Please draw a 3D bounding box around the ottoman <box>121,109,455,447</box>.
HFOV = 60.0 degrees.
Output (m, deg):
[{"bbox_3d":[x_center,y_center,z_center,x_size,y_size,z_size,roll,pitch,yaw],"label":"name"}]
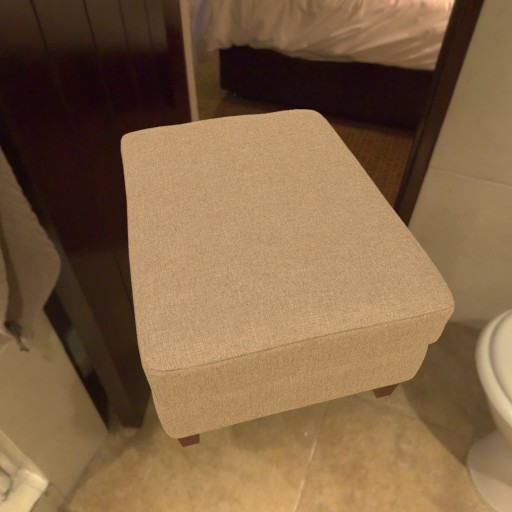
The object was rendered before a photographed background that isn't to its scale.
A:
[{"bbox_3d":[0.000,0.000,1.307,0.677,0.519,0.898,-11,47,-10],"label":"ottoman"}]
